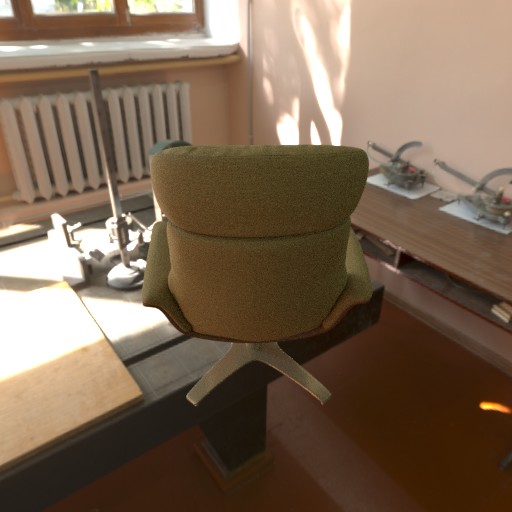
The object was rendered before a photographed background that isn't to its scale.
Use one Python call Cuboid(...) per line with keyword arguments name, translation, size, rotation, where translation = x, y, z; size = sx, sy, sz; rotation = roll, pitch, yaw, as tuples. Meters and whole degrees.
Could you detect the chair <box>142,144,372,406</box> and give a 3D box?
Cuboid(name="chair", translation=(0.000, 0.000, 1.579), size=(0.785, 0.995, 0.837), rotation=(-1, 30, -2))
